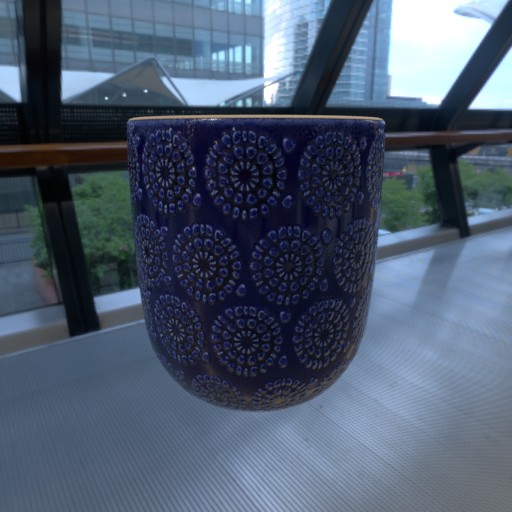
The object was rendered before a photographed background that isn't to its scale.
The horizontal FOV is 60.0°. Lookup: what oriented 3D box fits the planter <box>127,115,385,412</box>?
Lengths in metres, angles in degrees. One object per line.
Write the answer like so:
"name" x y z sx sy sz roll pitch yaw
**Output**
"planter" 0.000 0.000 0.350 0.184 0.206 0.184 0 16 0
